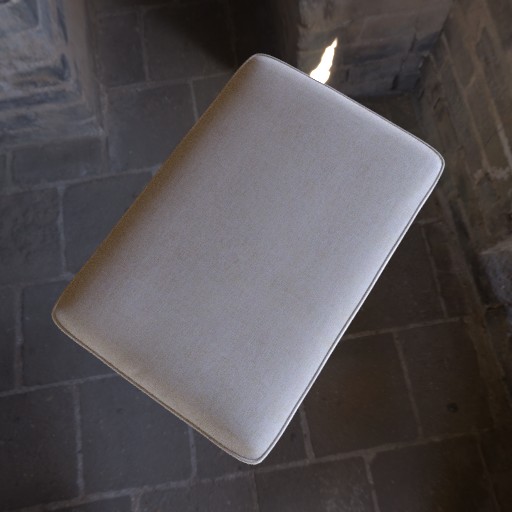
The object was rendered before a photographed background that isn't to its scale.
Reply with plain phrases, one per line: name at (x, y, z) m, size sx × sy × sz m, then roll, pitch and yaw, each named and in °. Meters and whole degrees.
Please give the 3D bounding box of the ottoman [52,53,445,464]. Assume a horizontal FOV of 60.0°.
ottoman at (0.000, 0.000, 1.223) m, size 0.583 × 0.484 × 0.862 m, roll 33°, pitch 78°, yaw 8°
